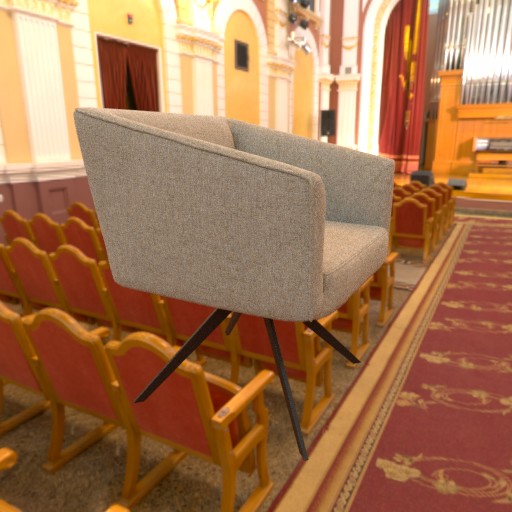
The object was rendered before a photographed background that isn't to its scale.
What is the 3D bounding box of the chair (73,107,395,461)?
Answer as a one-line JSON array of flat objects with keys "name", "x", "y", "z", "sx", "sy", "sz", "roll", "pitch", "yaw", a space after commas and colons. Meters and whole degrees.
[{"name": "chair", "x": 0.000, "y": 0.000, "z": 1.209, "sx": 0.623, "sy": 0.760, "sz": 0.628, "roll": 8, "pitch": 17, "yaw": 28}]
